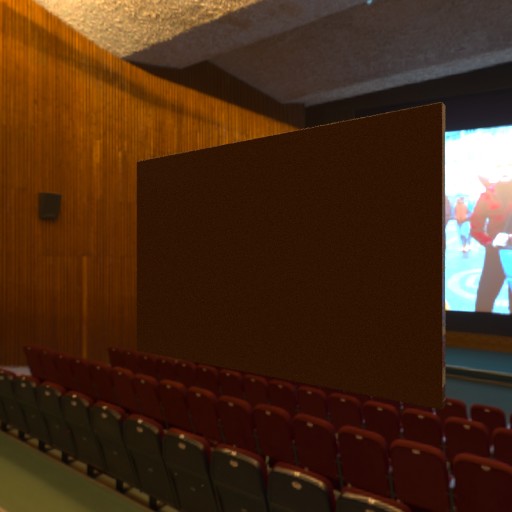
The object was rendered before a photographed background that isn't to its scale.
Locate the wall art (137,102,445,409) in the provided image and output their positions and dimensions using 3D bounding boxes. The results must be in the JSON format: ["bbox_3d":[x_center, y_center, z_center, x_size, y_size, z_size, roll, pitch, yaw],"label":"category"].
[{"bbox_3d":[0.000,0.000,1.164,0.932,0.610,0.027,0,0,36],"label":"wall art"}]
